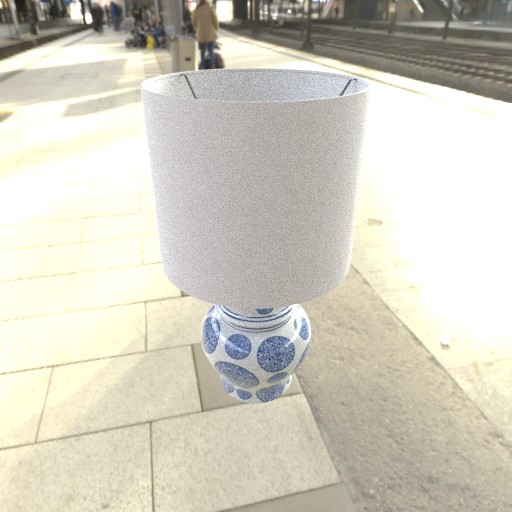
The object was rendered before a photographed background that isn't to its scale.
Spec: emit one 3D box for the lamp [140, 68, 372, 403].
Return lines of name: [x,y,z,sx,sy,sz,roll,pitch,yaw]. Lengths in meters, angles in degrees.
lamp: [0.000,0.000,0.515,0.215,0.381,0.215,-8,30,-13]
